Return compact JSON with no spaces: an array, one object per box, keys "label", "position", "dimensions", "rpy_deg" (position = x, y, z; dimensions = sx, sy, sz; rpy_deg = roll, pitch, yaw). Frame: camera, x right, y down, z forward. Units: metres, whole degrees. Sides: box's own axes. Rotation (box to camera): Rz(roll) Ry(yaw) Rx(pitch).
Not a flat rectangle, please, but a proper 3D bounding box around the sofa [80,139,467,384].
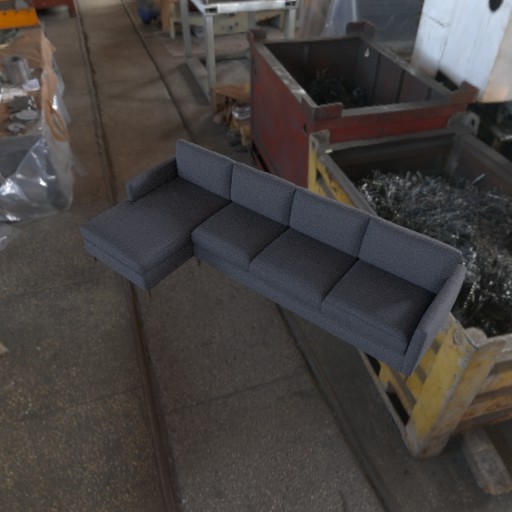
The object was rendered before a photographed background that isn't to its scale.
[{"label":"sofa","position":[0.000,0.000,3.023],"dimensions":[2.445,0.673,1.125],"rpy_deg":[27,49,27]}]
